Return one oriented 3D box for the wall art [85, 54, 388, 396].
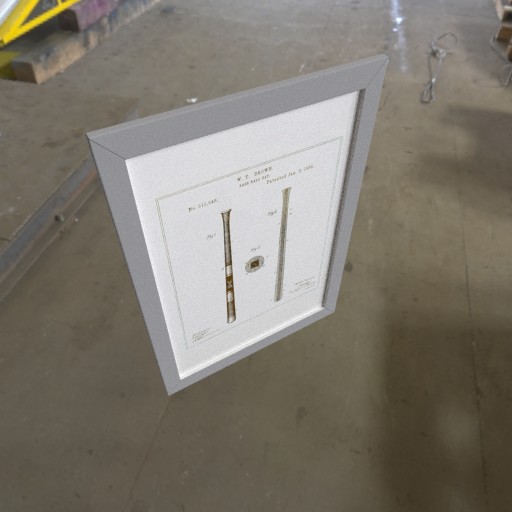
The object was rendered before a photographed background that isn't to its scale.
[{"bbox_3d":[0.000,0.000,0.679,0.374,0.529,0.012,-23,50,-20],"label":"wall art"}]
